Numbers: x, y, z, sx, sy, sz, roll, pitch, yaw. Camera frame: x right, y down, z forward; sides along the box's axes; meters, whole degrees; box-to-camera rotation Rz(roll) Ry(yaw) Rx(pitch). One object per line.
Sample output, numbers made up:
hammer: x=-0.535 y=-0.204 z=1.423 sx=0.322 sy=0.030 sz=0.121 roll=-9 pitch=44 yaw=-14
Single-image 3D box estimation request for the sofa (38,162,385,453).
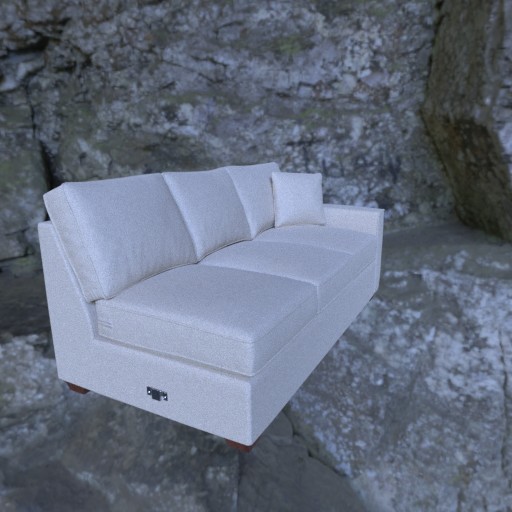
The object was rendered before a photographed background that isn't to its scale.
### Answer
sofa: x=0.000 y=0.000 z=2.481 sx=1.034 sy=0.946 sz=1.963 roll=8 pitch=17 yaw=27
